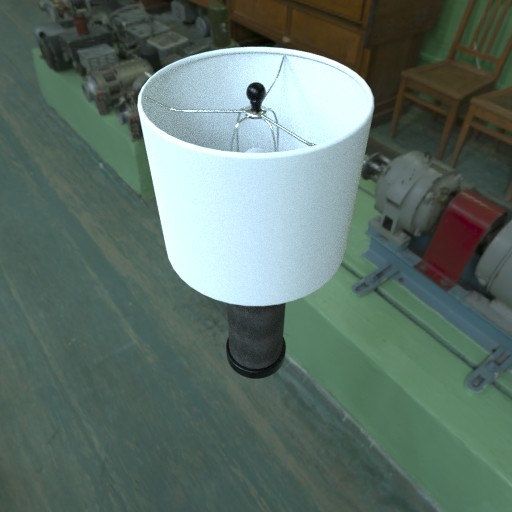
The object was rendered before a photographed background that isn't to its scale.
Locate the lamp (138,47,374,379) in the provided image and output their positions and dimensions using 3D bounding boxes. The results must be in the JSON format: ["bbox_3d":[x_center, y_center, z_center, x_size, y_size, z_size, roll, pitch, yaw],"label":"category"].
[{"bbox_3d":[0.000,0.000,0.797,0.305,0.634,0.305,-31,53,-27],"label":"lamp"}]
